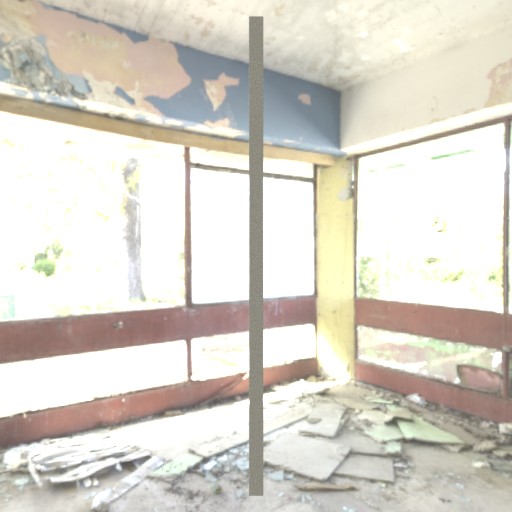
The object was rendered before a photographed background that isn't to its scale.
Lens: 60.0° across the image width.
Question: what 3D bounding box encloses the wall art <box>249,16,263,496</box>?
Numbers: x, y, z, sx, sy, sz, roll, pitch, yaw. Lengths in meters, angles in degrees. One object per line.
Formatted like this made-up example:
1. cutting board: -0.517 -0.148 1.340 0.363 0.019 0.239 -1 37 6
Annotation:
1. wall art: 0.000 0.000 0.552 0.013 0.433 0.303 0 0 0
